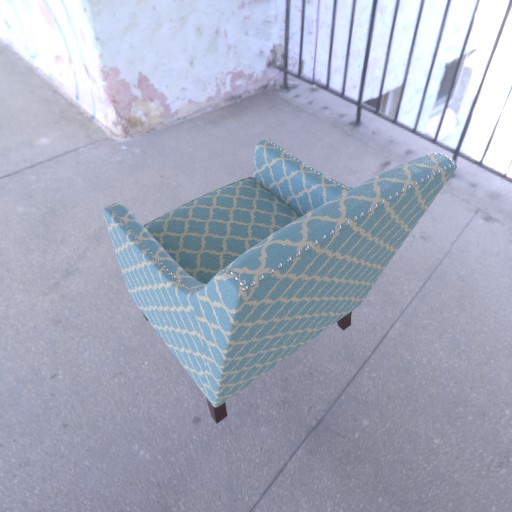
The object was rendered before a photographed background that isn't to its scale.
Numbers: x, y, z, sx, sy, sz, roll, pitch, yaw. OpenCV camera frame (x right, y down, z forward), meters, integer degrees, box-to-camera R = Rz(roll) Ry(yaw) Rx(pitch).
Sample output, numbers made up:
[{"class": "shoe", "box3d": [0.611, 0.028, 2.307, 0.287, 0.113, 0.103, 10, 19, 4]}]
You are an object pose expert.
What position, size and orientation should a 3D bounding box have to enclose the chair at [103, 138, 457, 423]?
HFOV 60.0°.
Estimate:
[{"class": "chair", "box3d": [0.000, 0.000, 1.315, 0.617, 0.817, 0.686, -29, 53, -25]}]
